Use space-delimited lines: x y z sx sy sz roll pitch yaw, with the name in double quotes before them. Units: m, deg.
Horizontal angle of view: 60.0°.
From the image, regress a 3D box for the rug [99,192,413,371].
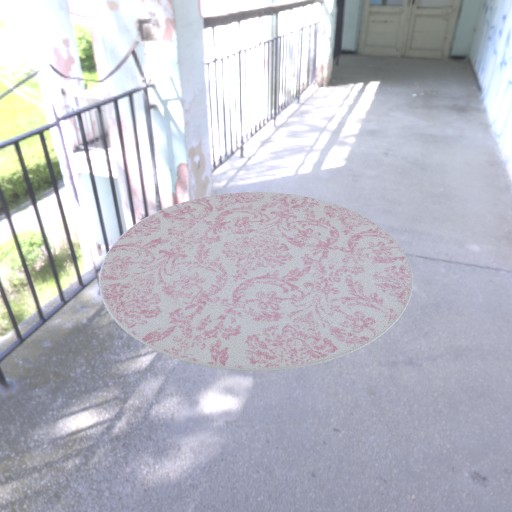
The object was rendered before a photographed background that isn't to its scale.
"rug" 0.000 0.000 2.346 1.593 0.012 1.593 0 33 0
